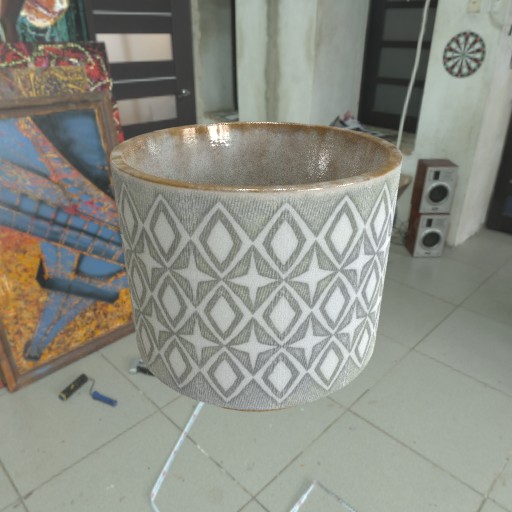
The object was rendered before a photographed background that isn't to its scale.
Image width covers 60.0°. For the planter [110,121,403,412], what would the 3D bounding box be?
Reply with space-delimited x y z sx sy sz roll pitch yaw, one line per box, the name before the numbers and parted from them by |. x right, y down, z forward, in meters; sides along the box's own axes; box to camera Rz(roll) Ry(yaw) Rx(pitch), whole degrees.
planter | 0.000 0.000 0.450 0.255 0.223 0.255 0 27 0
